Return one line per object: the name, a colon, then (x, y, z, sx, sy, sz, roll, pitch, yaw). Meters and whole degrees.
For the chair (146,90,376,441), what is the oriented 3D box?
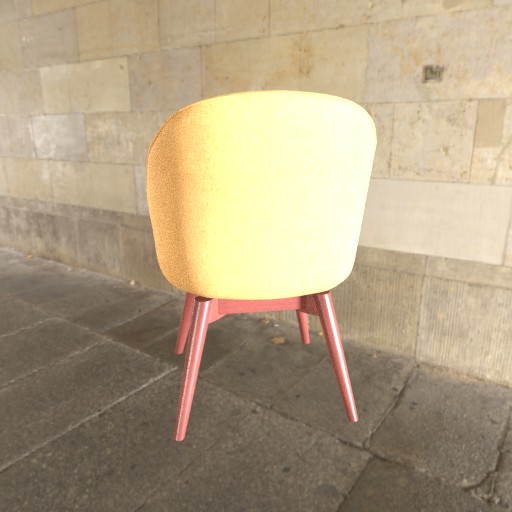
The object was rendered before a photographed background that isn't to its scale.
chair: (0.000, 0.000, 1.249, 0.596, 0.823, 0.635, -3, 16, -9)
